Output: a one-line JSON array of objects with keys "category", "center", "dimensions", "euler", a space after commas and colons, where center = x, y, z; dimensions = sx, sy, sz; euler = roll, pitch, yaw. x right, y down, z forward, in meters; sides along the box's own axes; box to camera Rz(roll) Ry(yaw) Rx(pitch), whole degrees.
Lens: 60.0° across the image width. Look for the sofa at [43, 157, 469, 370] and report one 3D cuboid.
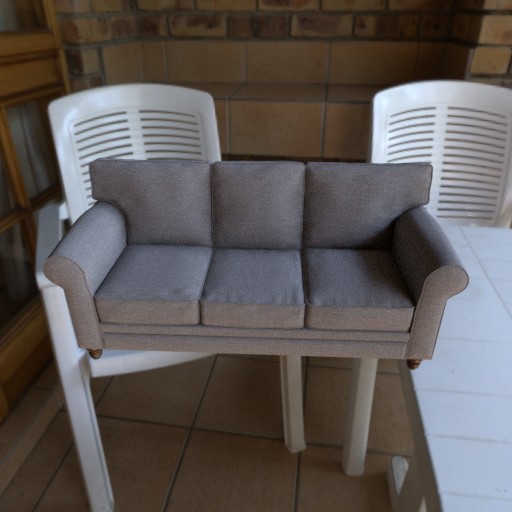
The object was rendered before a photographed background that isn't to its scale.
[{"category": "sofa", "center": [0.000, 0.000, 2.574], "dimensions": [2.084, 0.961, 0.916], "euler": [1, 29, 2]}]
